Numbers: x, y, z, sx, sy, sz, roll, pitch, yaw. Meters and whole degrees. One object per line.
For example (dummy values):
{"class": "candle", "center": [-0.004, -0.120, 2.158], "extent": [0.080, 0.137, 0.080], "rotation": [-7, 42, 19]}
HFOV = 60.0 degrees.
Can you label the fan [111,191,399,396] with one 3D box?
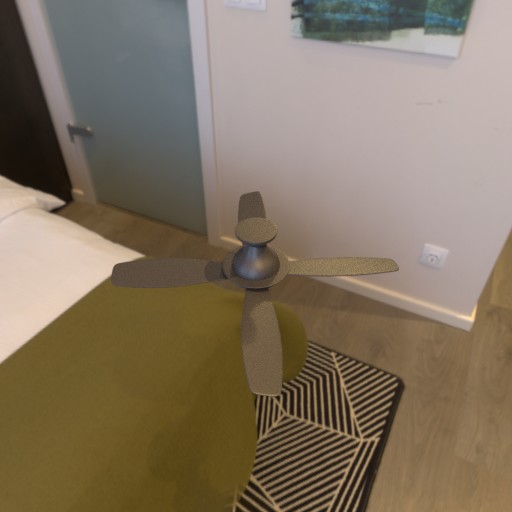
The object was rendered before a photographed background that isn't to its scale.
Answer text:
{"class": "fan", "center": [0.000, 0.000, 2.566], "extent": [1.694, 0.382, 1.694], "rotation": [-2, 40, -2]}
